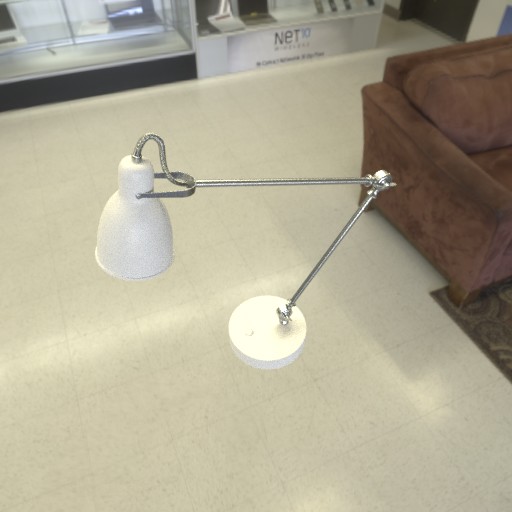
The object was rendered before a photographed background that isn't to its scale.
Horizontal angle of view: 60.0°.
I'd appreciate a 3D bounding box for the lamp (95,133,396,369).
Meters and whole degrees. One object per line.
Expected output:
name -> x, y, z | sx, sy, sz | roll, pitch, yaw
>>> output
lamp -> 0.000, 0.000, 0.866 | 0.561, 0.587, 0.187 | -16, 48, -14
